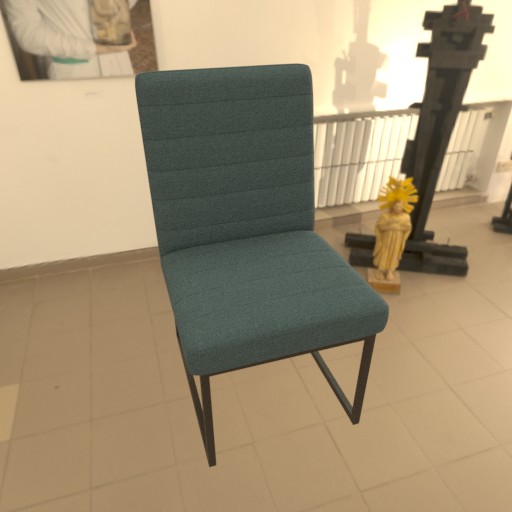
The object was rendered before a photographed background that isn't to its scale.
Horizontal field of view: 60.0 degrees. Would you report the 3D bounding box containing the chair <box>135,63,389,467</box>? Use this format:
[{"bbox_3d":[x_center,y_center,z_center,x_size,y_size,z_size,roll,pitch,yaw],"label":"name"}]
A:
[{"bbox_3d":[0.000,0.000,1.273,0.520,0.930,0.634,-10,34,-15],"label":"chair"}]
